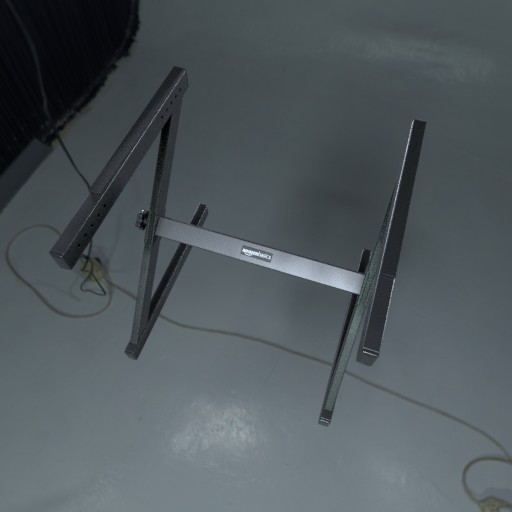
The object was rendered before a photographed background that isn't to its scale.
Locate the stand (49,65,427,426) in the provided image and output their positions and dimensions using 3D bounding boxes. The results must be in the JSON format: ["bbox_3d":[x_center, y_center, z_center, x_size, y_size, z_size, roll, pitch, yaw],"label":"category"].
[{"bbox_3d":[0.000,0.000,1.177,0.700,0.617,0.586,16,60,10],"label":"stand"}]
